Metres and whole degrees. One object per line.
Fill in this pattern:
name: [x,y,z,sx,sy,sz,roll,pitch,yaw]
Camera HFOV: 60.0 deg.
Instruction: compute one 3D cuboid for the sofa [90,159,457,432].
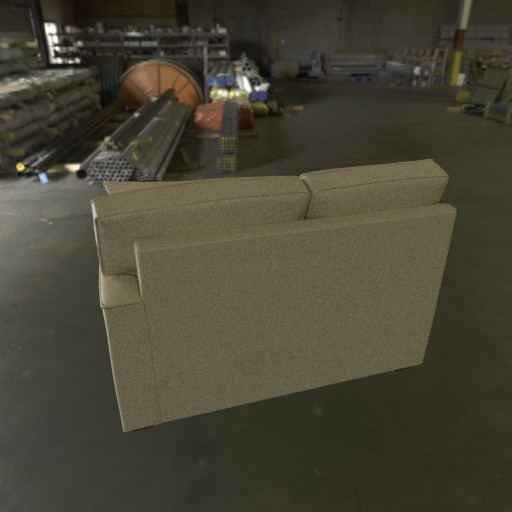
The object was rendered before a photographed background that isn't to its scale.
sofa: [0.000,0.000,2.106,1.388,0.989,0.991,-8,28,-15]
